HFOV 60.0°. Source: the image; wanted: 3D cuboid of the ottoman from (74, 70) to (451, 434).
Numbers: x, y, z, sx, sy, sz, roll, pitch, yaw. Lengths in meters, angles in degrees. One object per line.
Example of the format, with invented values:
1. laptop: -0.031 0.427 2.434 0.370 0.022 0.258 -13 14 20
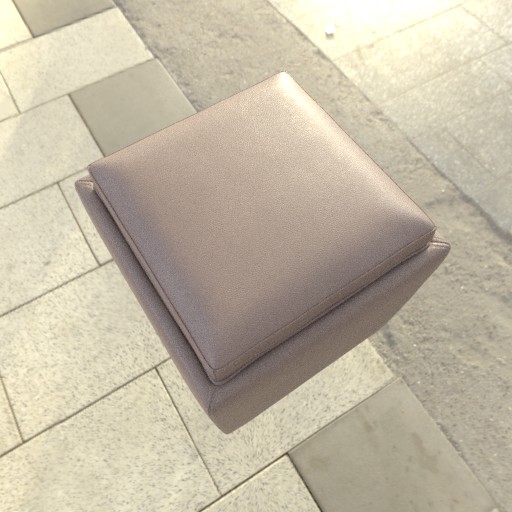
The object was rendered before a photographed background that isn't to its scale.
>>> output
1. ottoman: 0.000 0.000 0.837 0.450 0.460 0.451 -31 68 -14
